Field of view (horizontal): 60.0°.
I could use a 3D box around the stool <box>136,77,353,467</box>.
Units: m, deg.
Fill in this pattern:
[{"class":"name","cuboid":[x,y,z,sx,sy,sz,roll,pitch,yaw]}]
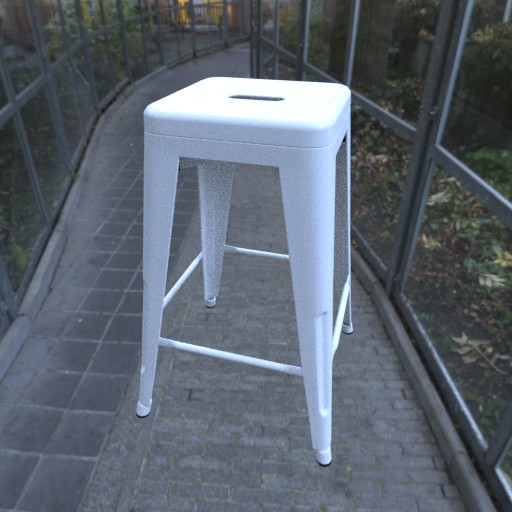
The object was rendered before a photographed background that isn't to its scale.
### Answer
[{"class":"stool","cuboid":[0.000,0.000,0.872,0.406,0.610,0.406,9,33,14]}]
